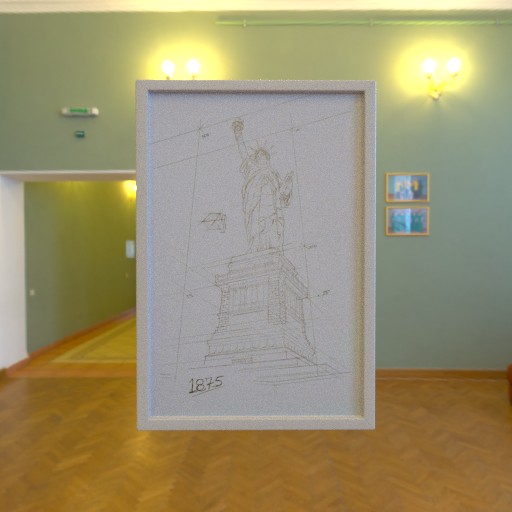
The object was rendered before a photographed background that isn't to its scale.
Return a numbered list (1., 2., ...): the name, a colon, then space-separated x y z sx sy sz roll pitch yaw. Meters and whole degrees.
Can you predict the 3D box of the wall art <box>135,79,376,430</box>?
1. wall art: 0.000 0.000 1.040 0.556 0.813 0.026 0 1 -1
